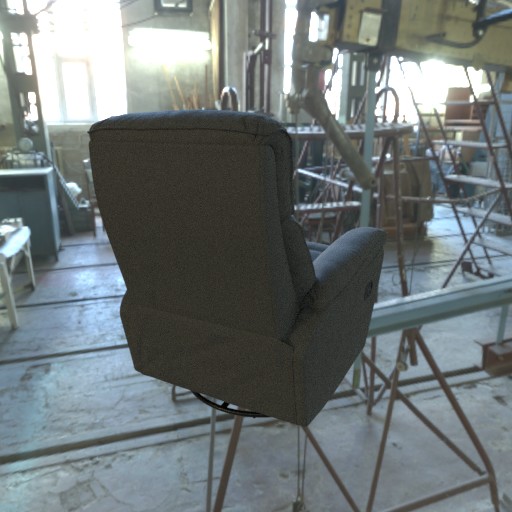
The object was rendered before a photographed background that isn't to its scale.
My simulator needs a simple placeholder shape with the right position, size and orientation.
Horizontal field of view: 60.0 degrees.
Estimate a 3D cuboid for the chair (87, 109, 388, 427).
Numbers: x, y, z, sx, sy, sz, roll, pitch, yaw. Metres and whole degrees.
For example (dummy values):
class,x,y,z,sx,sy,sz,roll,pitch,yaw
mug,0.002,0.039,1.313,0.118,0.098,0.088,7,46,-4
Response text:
class,x,y,z,sx,sy,sz,roll,pitch,yaw
chair,0.000,0.000,1.678,0.820,1.037,1.004,9,19,27
